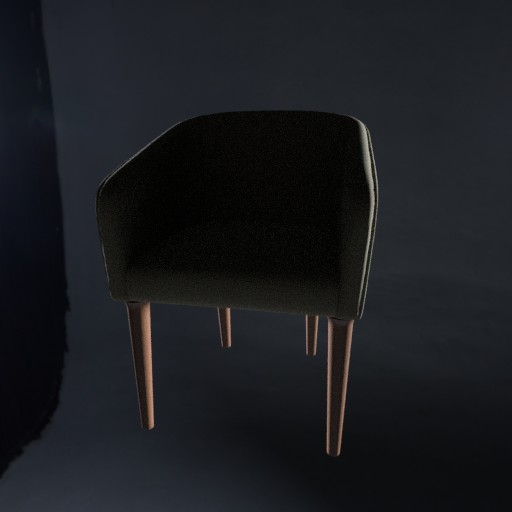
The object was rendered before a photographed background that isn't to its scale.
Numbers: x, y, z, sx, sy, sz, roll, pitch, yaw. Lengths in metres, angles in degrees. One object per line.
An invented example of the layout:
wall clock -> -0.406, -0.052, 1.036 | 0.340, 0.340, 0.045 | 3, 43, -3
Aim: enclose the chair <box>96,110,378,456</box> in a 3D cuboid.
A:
chair -> 0.000, 0.000, 1.207 | 0.584, 0.775, 0.616 | 3, 16, 11
